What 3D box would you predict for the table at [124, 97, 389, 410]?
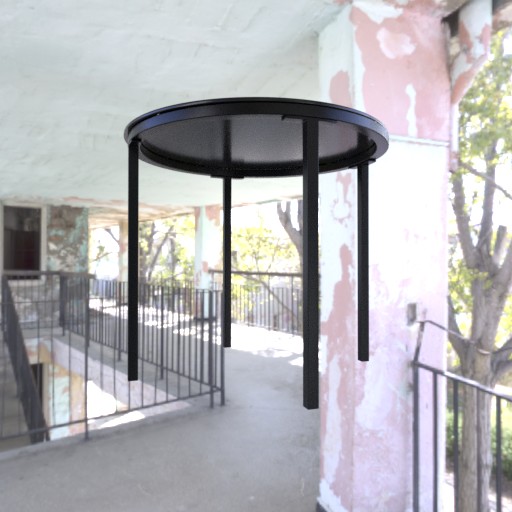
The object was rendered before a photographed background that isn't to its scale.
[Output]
[{"bbox_3d":[0.000,0.000,0.870,0.499,0.443,0.499,0,-1,0],"label":"table"}]
